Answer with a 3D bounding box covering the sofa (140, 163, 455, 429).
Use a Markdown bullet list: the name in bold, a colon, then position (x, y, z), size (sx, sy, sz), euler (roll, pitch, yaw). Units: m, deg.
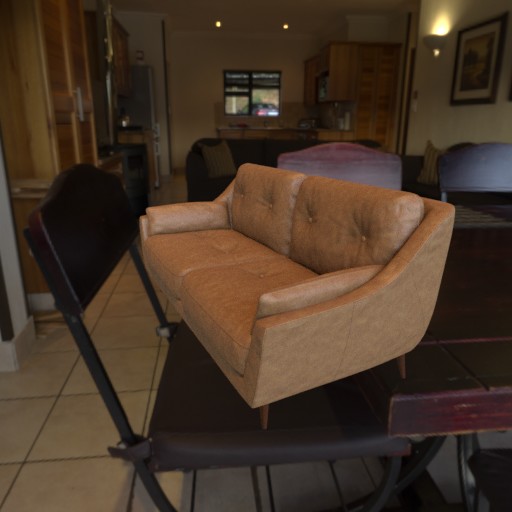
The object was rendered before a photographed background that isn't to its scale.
- **sofa**: position (0.000, 0.000, 2.360), size (0.904, 0.839, 1.902), euler (-8, 18, -24)
